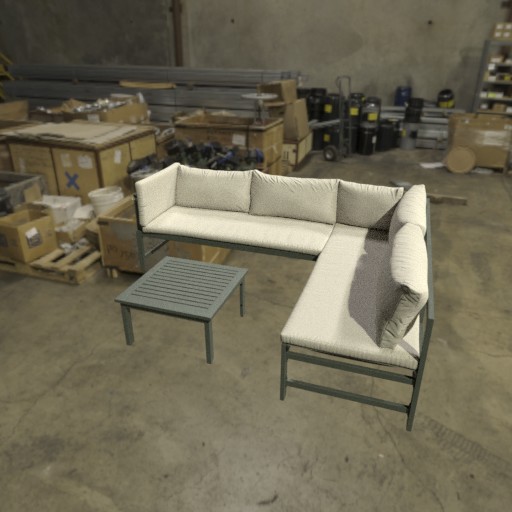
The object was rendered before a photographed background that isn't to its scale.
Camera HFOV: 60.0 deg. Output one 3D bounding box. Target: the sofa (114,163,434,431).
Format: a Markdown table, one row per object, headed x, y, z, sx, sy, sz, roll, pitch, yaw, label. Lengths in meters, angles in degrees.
| x | y | z | sx | sy | sz | roll | pitch | yaw | label |
| --- | --- | --- | --- | --- | --- | --- | --- | --- | --- |
| 0.000 | 0.000 | 2.923 | 2.096 | 0.758 | 1.658 | 8 | 27 | 17 | sofa |
